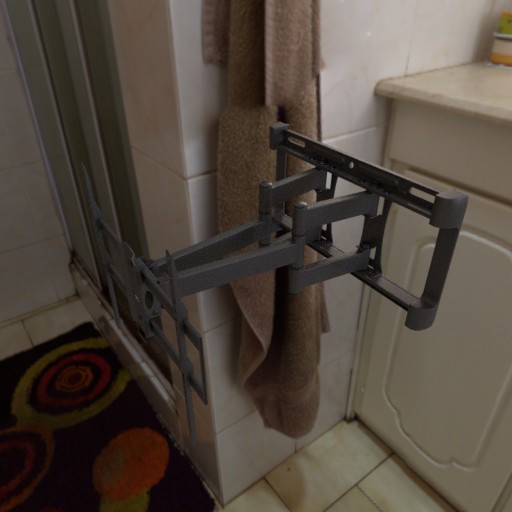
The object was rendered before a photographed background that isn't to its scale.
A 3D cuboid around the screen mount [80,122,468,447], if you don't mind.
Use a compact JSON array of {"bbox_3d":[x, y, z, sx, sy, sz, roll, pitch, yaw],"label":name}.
[{"bbox_3d":[0.000,0.000,0.965,0.556,0.424,0.571,-21,38,-29],"label":"screen mount"}]
